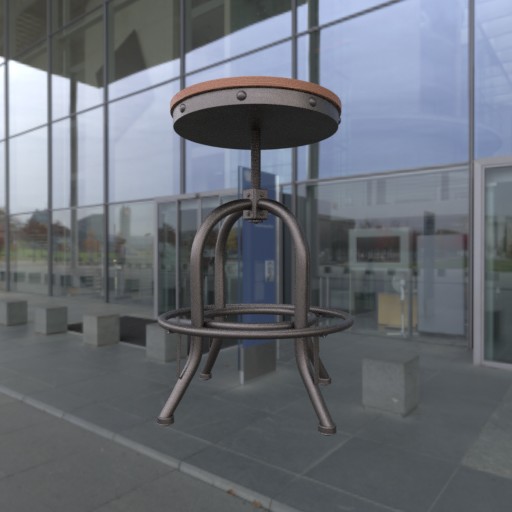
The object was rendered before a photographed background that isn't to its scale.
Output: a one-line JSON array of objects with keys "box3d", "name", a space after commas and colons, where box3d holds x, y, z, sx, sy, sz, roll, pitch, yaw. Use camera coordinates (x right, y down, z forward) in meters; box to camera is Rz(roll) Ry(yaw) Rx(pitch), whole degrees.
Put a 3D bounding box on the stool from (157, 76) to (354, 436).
[{"box3d": [0.000, 0.000, 0.922, 0.439, 0.609, 0.439, 0, 1, -37], "name": "stool"}]
